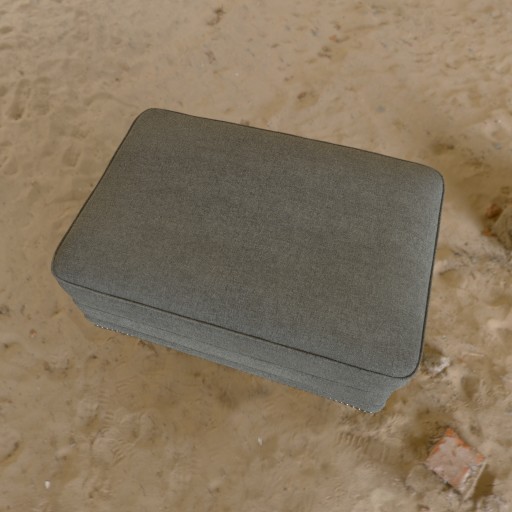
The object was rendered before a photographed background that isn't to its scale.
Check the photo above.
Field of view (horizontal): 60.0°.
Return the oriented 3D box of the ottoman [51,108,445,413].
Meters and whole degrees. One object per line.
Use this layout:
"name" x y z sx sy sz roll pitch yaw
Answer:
"ottoman" 0.000 0.000 1.157 0.813 0.457 0.561 15 61 9
